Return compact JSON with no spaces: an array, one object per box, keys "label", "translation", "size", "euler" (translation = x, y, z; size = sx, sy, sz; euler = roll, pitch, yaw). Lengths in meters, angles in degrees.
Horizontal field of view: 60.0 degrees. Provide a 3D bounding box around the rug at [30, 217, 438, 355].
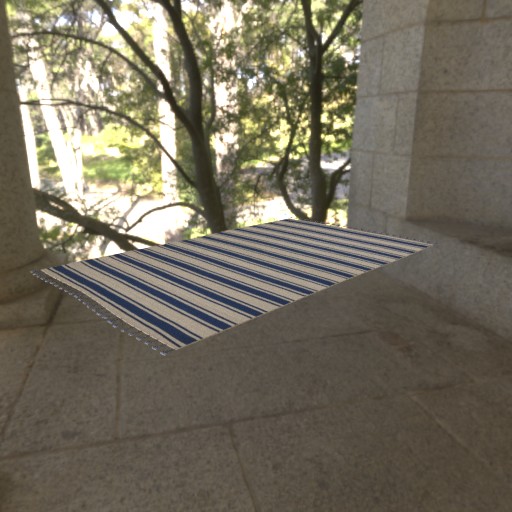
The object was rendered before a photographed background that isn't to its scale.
[{"label":"rug","translation":[0.000,0.000,2.592],"size":[2.108,0.009,1.248],"euler":[-15,22,-42]}]
